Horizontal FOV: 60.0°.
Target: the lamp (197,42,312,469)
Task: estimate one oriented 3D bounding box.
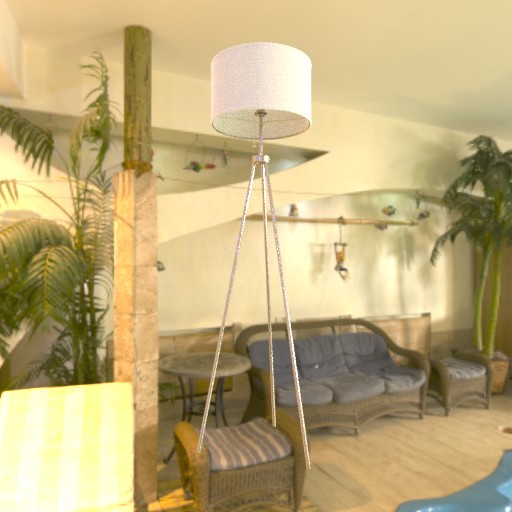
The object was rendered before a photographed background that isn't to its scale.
[{"bbox_3d":[0.000,0.000,1.781,0.458,1.545,0.448,0,-1,-18],"label":"lamp"}]
